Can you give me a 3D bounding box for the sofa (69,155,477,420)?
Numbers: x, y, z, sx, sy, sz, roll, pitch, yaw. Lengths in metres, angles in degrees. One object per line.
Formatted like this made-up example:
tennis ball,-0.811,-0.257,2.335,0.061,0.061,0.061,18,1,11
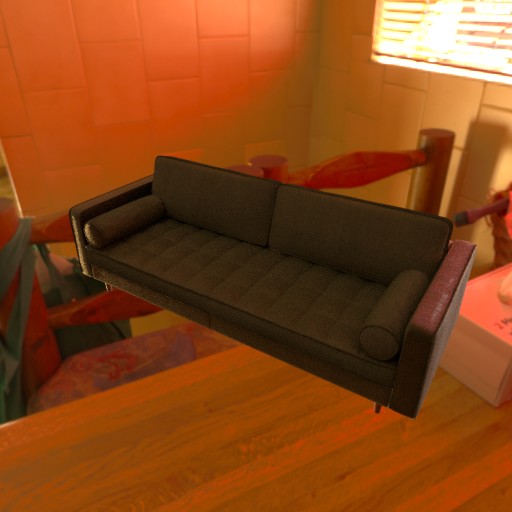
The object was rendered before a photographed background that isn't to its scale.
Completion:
sofa,0.000,0.000,2.595,2.199,0.769,0.918,18,35,28
